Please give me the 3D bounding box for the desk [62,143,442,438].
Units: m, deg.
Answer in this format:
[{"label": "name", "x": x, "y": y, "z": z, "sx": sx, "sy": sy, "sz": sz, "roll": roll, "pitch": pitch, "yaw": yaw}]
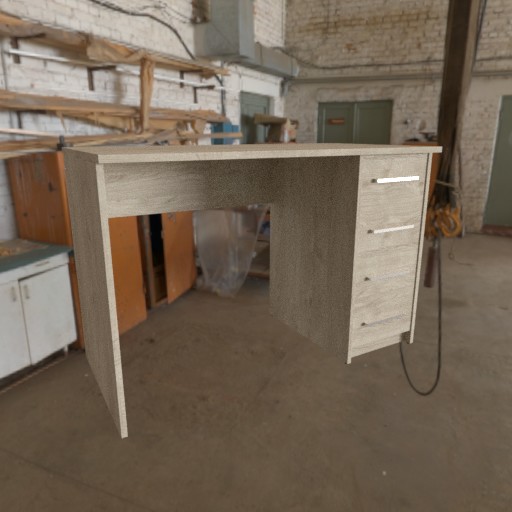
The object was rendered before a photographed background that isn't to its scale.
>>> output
[{"label": "desk", "x": 0.000, "y": 0.000, "z": 1.527, "sx": 1.096, "sy": 0.730, "sz": 0.560, "roll": -9, "pitch": 18, "yaw": -29}]
